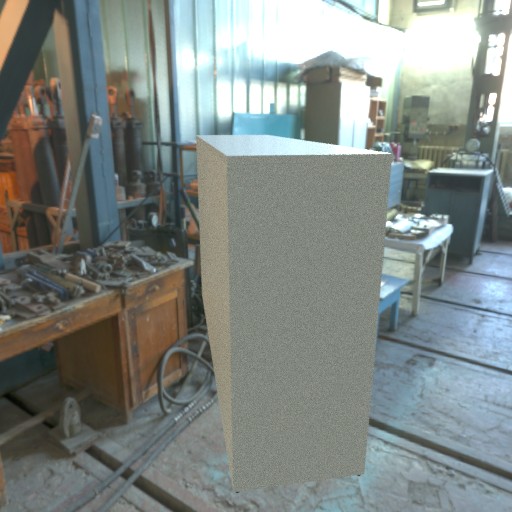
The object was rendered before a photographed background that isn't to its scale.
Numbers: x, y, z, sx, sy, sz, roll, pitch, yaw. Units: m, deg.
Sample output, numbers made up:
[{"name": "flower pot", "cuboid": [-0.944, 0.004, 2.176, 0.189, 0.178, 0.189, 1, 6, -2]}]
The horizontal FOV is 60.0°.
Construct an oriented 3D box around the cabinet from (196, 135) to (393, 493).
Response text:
[{"name": "cabinet", "cuboid": [0.000, 0.000, 1.788, 0.380, 0.900, 1.450, -3, 17, -10]}]
